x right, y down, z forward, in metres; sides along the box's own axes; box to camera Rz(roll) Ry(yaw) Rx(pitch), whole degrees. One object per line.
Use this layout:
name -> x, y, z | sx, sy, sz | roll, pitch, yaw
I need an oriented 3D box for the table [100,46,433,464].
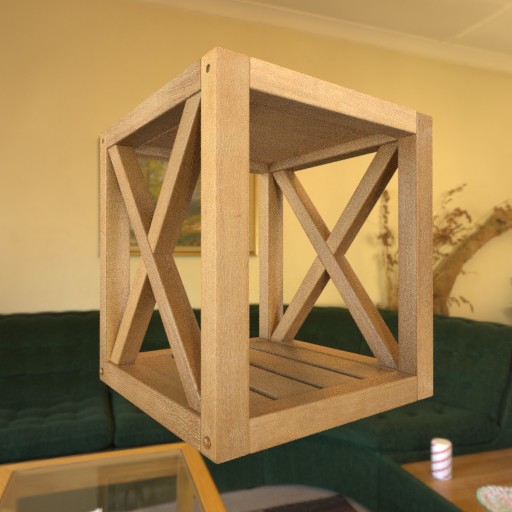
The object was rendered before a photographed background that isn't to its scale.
table -> 0.000, 0.000, 1.028 | 0.558, 0.610, 0.559 | 0, 0, -36
